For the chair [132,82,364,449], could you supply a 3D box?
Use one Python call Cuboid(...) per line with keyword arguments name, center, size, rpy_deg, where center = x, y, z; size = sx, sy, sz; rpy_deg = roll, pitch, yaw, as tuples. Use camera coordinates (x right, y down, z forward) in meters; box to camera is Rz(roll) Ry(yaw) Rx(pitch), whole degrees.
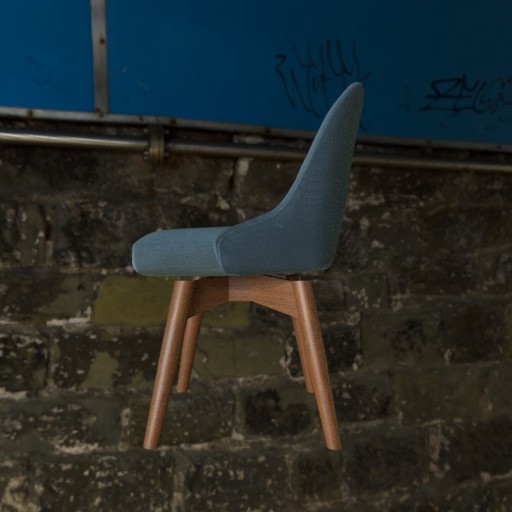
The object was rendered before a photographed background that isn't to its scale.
Cuboid(name="chair", center=(0.000, 0.000, 1.239), size=(0.589, 0.882, 0.503), rpy_deg=(0, 0, 0))
